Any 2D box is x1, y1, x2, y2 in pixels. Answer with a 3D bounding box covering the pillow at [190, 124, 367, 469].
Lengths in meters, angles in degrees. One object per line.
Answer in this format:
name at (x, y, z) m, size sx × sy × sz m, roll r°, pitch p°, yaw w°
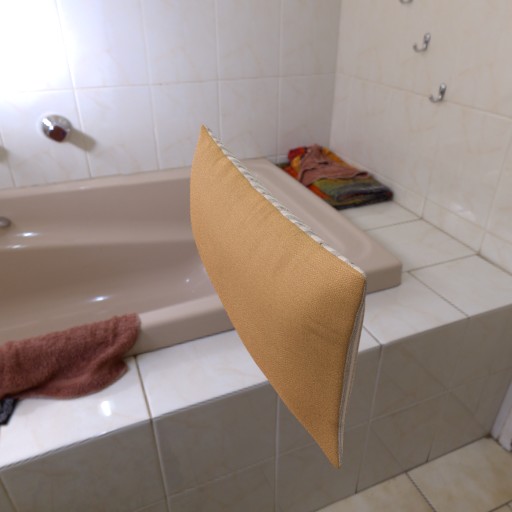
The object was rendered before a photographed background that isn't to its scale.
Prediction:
pillow at (0.000, 0.000, 0.728) m, size 0.151 × 0.291 × 0.608 m, roll -11°, pitch 32°, yaw -17°
